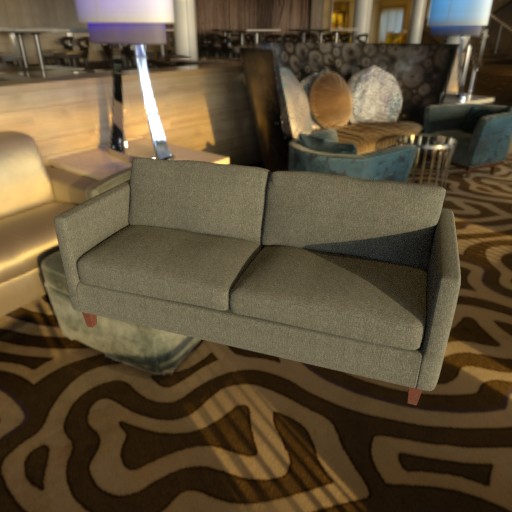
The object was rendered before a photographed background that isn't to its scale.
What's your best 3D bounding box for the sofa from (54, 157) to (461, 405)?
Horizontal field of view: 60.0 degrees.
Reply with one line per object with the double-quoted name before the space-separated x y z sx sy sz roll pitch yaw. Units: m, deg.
"sofa" 0.000 0.000 2.722 2.208 0.965 0.948 9 28 17
